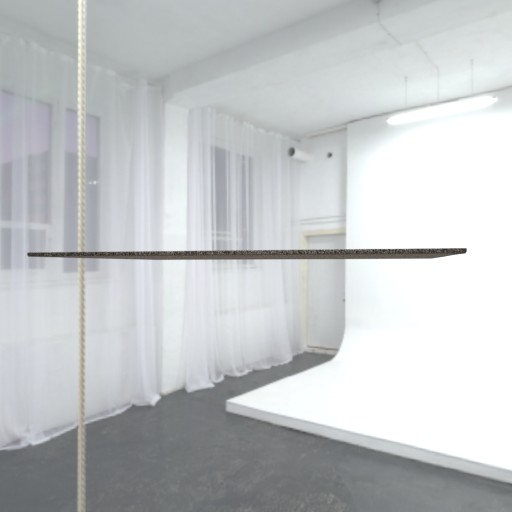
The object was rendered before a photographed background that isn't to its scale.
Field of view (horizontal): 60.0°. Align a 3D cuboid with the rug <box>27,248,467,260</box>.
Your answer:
[{"bbox_3d":[0.000,0.000,2.971,2.352,0.025,1.501,0,-1,16],"label":"rug"}]
